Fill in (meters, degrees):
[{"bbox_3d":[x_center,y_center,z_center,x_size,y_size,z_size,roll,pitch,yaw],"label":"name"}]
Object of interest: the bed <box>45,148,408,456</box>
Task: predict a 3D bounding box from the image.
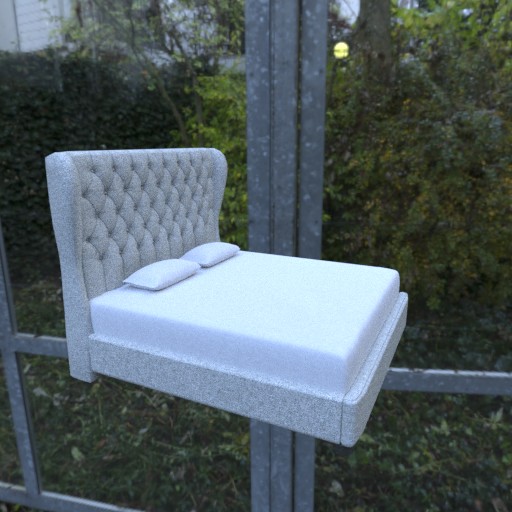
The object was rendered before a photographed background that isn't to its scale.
[{"bbox_3d":[0.000,0.000,3.817,2.347,1.771,2.219,7,16,25],"label":"bed"}]
